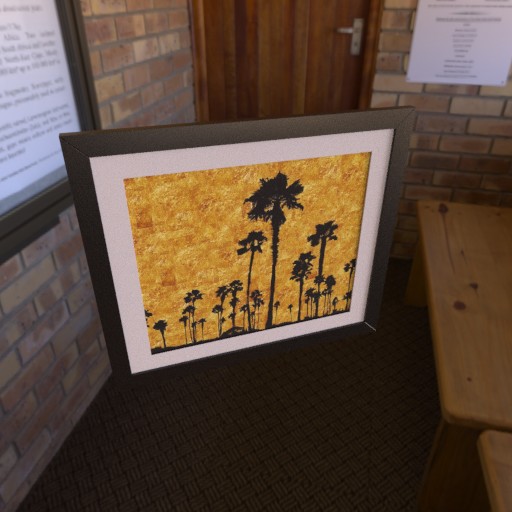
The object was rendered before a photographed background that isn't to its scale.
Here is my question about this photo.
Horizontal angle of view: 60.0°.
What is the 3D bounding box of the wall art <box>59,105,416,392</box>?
[{"bbox_3d":[0.000,0.000,0.544,0.383,0.332,0.012,-10,32,-16],"label":"wall art"}]
